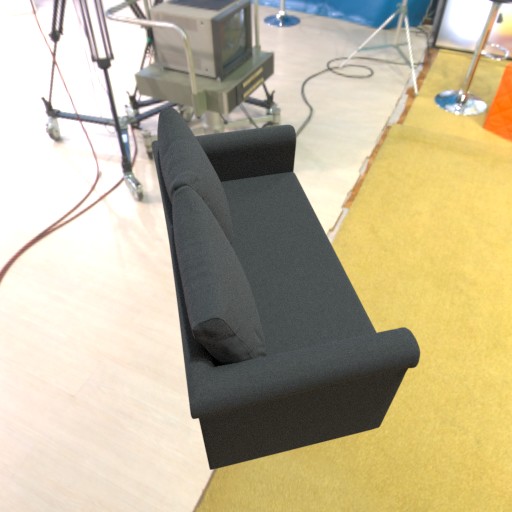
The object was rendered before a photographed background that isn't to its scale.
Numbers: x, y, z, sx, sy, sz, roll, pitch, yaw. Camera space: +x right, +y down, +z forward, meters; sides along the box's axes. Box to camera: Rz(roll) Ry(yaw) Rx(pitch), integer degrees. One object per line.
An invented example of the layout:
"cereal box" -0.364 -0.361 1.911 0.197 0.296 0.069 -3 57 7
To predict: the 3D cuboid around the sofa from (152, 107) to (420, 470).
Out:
"sofa" 0.000 0.000 1.950 0.741 0.872 1.460 -10 47 -9
